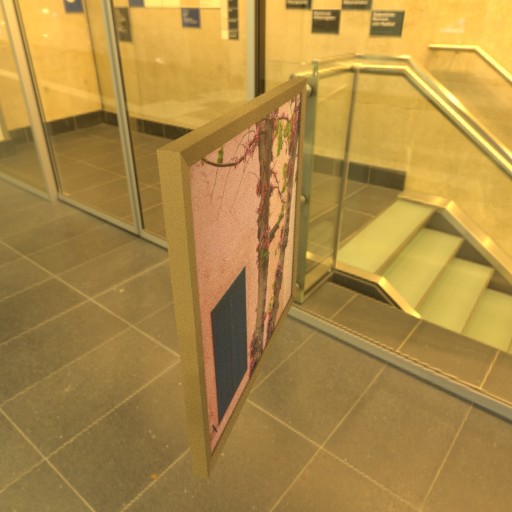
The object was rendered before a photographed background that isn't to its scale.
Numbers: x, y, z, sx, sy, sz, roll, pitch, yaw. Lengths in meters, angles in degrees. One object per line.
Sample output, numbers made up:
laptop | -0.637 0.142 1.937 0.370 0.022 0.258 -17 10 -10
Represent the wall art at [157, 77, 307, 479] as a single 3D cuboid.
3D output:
wall art | 0.000 0.000 1.144 0.038 0.762 0.762 10 31 17
